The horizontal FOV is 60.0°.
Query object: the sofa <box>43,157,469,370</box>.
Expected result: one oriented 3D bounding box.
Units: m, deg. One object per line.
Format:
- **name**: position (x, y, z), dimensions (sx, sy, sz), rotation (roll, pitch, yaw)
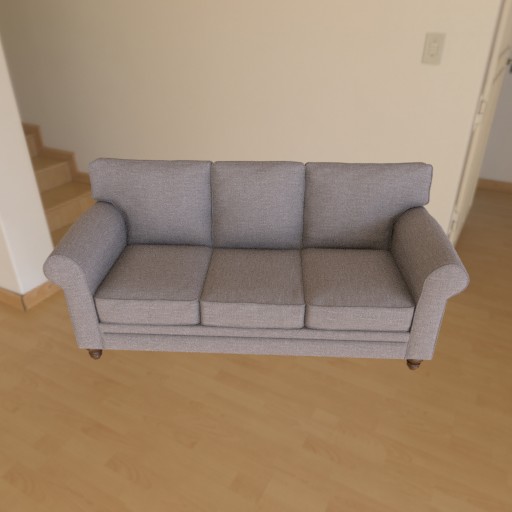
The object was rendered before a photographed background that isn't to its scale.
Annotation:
- **sofa**: position (0.000, 0.000, 2.574), dimensions (2.084, 0.961, 0.916), rotation (1, 29, 2)
